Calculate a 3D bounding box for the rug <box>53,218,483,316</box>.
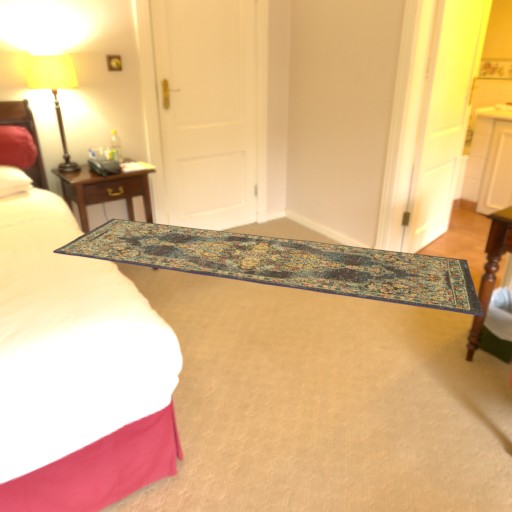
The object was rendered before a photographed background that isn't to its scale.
[{"bbox_3d":[0.000,0.000,2.516,2.283,0.016,0.602,7,25,16],"label":"rug"}]
